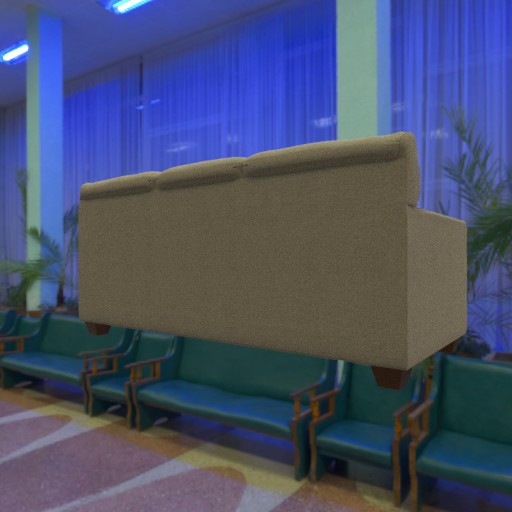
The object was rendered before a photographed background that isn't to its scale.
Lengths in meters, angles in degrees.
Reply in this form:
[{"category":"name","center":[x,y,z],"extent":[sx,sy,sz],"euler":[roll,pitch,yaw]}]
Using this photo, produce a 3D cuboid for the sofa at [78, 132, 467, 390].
[{"category":"sofa","center":[0.000,0.000,2.493],"extent":[2.024,0.958,0.997],"euler":[0,0,37]}]
